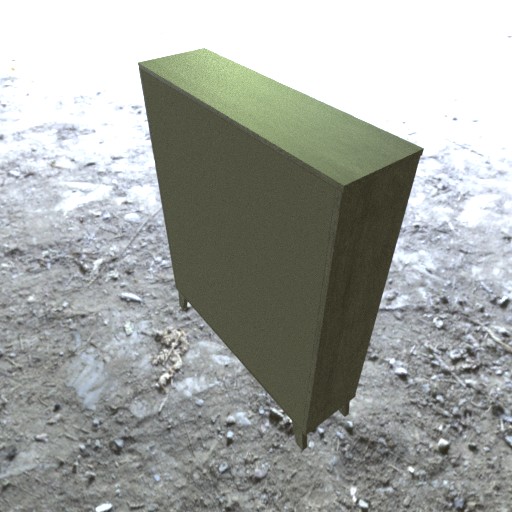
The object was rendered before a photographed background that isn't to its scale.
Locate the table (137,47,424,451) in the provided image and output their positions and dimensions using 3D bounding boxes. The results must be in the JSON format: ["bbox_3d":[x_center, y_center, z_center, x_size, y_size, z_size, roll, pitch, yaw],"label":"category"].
[{"bbox_3d":[0.000,0.000,1.565,0.256,1.135,0.902,-27,48,-27],"label":"table"}]
